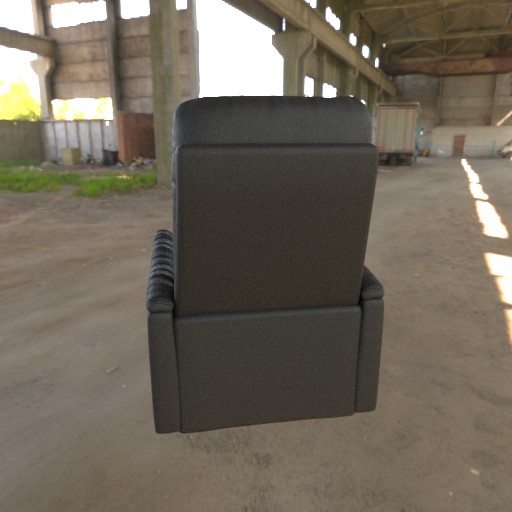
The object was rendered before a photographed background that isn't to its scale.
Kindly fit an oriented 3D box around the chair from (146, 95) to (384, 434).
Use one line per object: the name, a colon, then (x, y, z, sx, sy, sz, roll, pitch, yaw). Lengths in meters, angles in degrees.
chair: (0.000, 0.000, 1.643, 0.775, 1.082, 0.831, -3, 15, -9)
